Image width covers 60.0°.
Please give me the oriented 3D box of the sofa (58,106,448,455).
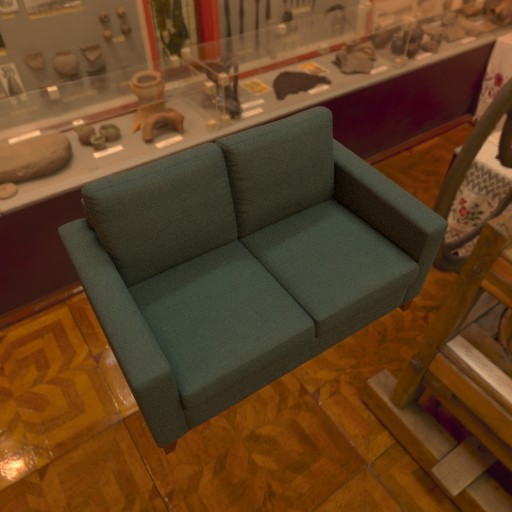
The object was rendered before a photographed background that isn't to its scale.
[{"bbox_3d":[0.000,0.000,2.080,1.489,0.903,0.955,-25,51,-22],"label":"sofa"}]
